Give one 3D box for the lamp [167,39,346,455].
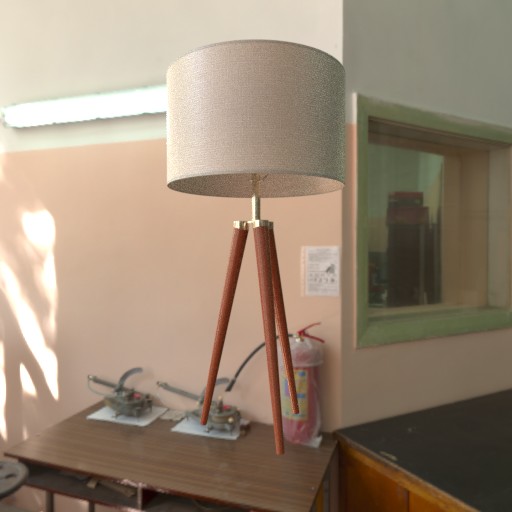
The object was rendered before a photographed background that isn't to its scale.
[{"bbox_3d":[0.000,0.000,0.901,0.354,0.709,0.355,-1,1,-37],"label":"lamp"}]
